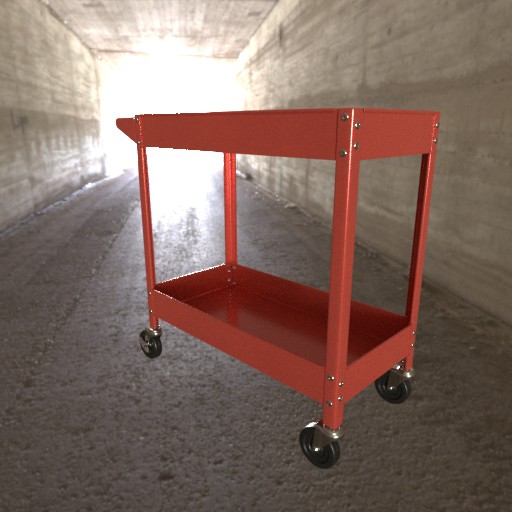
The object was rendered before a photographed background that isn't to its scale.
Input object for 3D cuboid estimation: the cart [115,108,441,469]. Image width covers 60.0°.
[{"bbox_3d":[0.000,0.000,1.171,0.779,0.719,0.366,16,23,42],"label":"cart"}]
